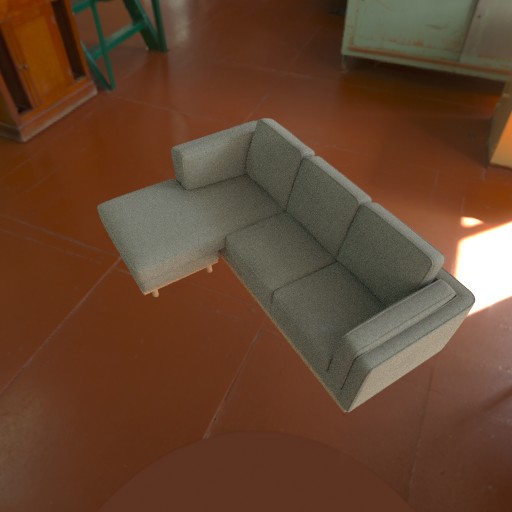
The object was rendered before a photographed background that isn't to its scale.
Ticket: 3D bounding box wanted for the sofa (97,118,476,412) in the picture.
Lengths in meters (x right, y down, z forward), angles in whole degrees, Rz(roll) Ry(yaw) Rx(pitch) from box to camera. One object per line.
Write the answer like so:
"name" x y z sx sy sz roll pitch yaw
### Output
"sofa" 0.000 0.000 3.169 1.604 0.929 2.411 -25 51 -21
